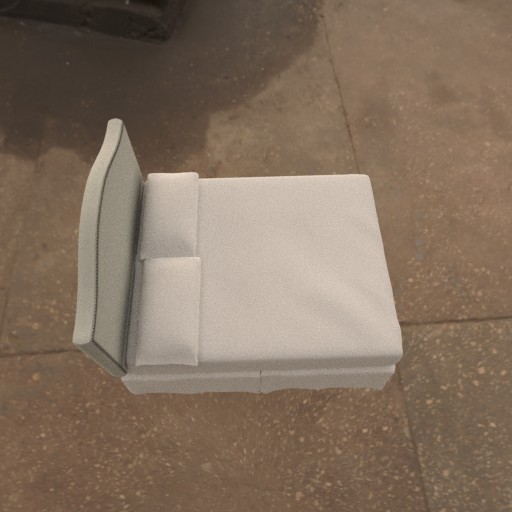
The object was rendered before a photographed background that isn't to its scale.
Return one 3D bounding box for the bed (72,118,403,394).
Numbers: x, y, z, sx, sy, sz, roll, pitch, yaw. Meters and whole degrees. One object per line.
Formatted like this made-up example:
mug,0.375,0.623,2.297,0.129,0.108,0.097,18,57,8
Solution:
bed,0.000,0.000,3.455,2.180,1.607,1.813,-2,62,-1
